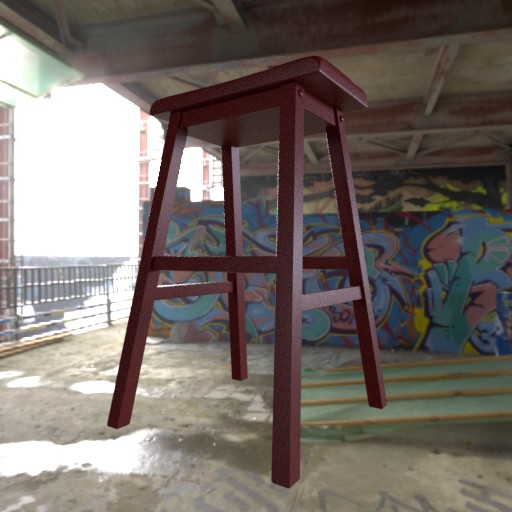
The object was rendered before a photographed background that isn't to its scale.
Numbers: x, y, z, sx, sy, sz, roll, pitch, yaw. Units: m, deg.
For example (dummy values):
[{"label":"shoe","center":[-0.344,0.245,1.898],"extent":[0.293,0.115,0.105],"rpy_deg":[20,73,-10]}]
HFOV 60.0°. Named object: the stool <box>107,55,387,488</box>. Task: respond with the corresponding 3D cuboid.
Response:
[{"label":"stool","center":[0.000,0.000,1.026],"extent":[0.457,0.737,0.476],"rpy_deg":[0,0,35]}]
